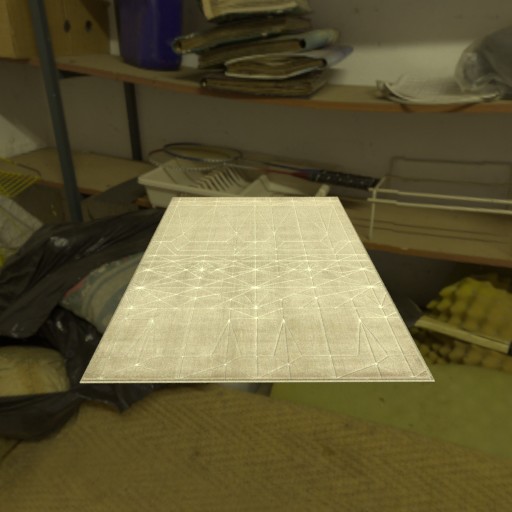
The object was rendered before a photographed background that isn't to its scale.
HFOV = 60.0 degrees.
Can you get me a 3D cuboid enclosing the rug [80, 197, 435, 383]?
[{"bbox_3d":[0.000,0.000,2.995,1.524,0.012,2.438,0,26,0],"label":"rug"}]
